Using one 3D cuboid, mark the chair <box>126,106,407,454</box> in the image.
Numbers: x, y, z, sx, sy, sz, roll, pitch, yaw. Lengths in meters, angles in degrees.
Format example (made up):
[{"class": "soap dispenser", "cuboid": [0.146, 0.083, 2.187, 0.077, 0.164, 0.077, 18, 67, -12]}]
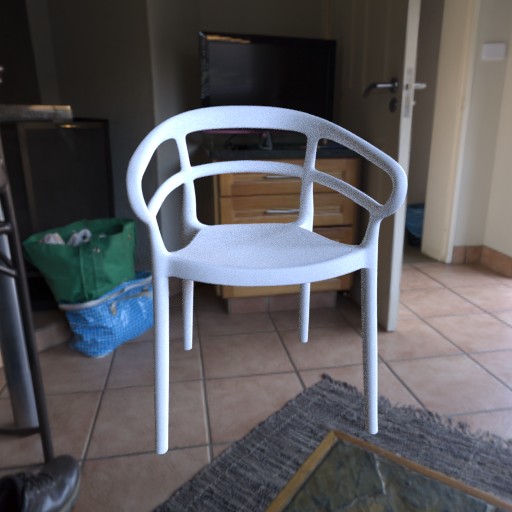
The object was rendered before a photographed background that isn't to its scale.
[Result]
[{"class": "chair", "cuboid": [0.000, 0.000, 1.148, 0.559, 0.761, 0.527, -2, 16, -8]}]
